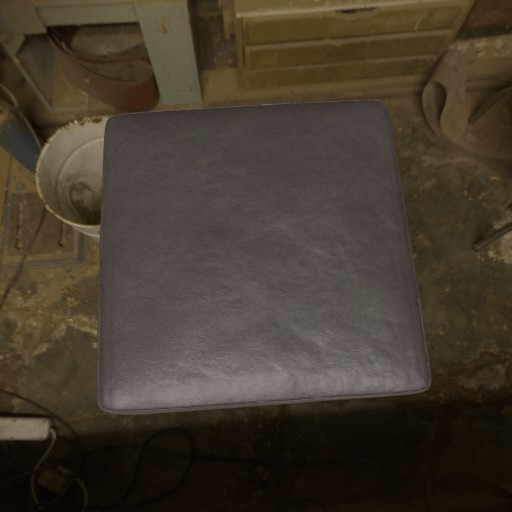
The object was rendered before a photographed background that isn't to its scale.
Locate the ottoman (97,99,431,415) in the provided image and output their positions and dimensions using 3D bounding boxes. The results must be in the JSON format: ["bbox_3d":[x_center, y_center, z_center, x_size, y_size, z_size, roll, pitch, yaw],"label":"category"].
[{"bbox_3d":[0.000,0.000,1.317,0.844,0.415,0.836,-3,75,-1],"label":"ottoman"}]
